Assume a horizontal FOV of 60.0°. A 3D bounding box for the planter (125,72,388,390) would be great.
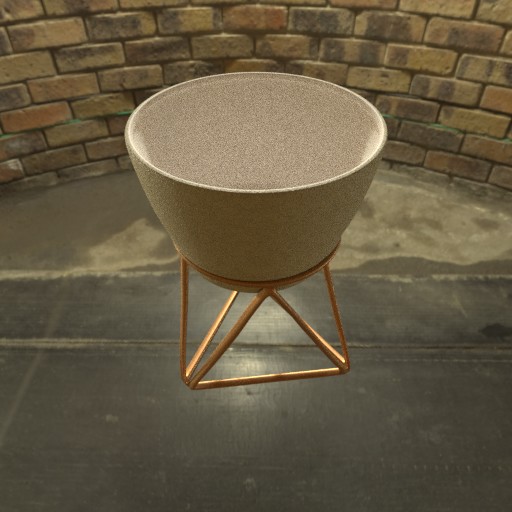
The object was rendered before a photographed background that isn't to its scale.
[{"bbox_3d":[0.000,0.000,0.772,0.350,0.504,0.350,-27,49,-27],"label":"planter"}]
